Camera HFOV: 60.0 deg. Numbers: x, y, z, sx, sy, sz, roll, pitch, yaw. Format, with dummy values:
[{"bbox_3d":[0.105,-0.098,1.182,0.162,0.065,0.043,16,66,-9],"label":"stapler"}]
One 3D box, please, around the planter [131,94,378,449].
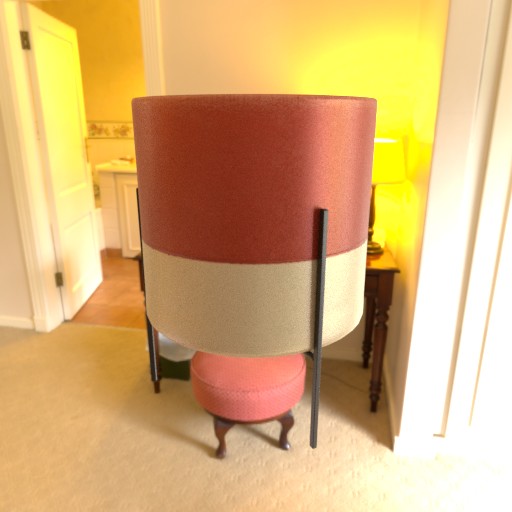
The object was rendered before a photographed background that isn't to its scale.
[{"bbox_3d":[0.000,0.000,0.698,0.345,0.465,0.354,-9,19,-26],"label":"planter"}]
